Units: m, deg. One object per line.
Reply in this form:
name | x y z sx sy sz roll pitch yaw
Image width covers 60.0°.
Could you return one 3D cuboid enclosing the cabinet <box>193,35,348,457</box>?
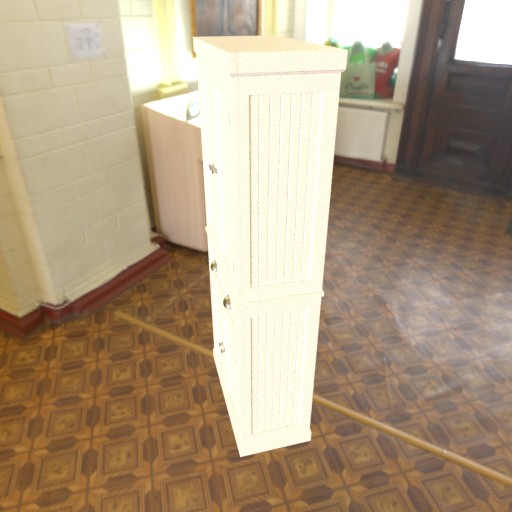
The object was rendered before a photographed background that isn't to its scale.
cabinet | 0.000 0.000 2.101 0.390 1.829 0.754 -8 30 -13
